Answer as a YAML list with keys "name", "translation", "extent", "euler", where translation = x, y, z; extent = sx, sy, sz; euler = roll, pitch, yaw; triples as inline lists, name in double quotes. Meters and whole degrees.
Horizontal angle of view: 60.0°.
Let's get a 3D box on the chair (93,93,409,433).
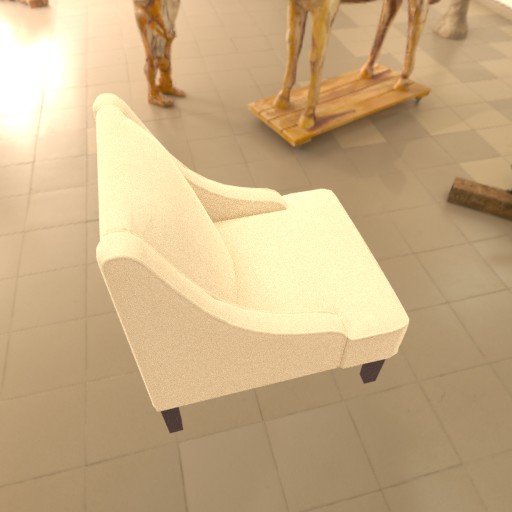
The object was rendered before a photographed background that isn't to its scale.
- name: "chair"
  translation: [0.000, 0.000, 1.440]
  extent: [0.806, 0.886, 0.689]
  euler: [-11, 48, -10]
